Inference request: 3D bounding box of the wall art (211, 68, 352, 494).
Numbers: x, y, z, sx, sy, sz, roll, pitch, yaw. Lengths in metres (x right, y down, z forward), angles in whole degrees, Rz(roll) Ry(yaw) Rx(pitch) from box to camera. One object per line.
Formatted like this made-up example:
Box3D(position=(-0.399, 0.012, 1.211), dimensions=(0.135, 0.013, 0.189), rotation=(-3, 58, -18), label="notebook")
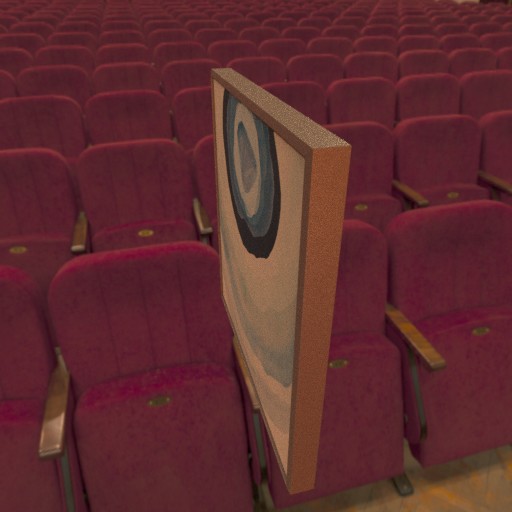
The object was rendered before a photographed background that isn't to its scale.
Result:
Box3D(position=(0.000, 0.000, 0.499), dimensions=(0.028, 0.349, 0.349), rotation=(-8, 31, -13), label="wall art")
